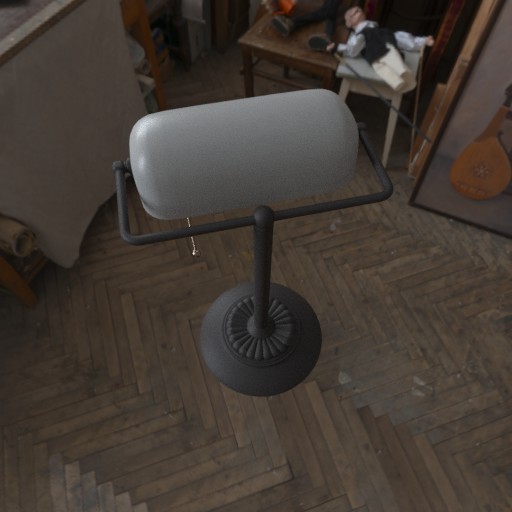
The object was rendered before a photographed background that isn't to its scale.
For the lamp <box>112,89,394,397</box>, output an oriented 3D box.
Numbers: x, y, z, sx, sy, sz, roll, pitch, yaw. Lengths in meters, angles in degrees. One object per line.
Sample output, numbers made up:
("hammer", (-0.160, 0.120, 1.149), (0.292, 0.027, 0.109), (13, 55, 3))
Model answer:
("lamp", (0.000, 0.000, 0.524), (0.264, 0.339, 0.243), (-11, 59, -7))
